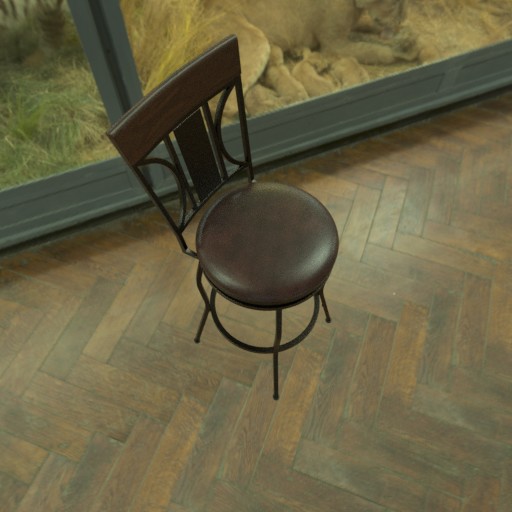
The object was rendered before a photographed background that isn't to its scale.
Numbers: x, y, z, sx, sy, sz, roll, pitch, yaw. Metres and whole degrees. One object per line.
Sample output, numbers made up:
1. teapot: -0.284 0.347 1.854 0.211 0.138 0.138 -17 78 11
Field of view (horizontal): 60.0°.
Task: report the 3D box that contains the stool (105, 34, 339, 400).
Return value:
1. stool: 0.000 0.000 1.443 0.513 1.130 0.448 31 63 18
